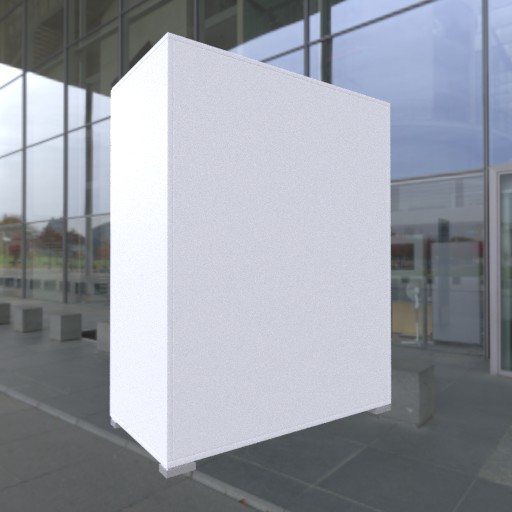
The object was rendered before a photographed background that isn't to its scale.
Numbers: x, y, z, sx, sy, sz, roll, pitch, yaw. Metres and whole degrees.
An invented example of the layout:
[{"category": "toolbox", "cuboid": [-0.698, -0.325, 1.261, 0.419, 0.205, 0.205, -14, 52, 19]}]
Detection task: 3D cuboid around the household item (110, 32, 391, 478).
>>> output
[{"category": "household item", "cuboid": [0.000, 0.000, 1.402, 0.790, 1.010, 0.420, 0, -1, -35]}]
